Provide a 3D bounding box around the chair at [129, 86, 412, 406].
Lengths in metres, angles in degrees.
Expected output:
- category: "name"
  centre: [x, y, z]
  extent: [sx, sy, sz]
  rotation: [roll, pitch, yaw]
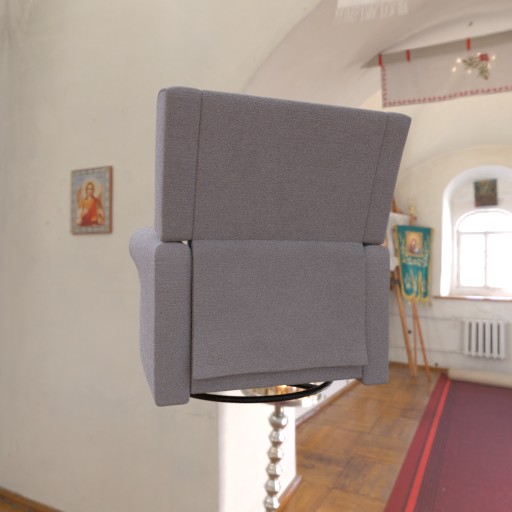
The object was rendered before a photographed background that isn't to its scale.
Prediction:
- category: "chair"
  centre: [0.000, 0.000, 1.688]
  extent: [0.906, 0.966, 0.854]
  rotation: [0, -1, -18]
